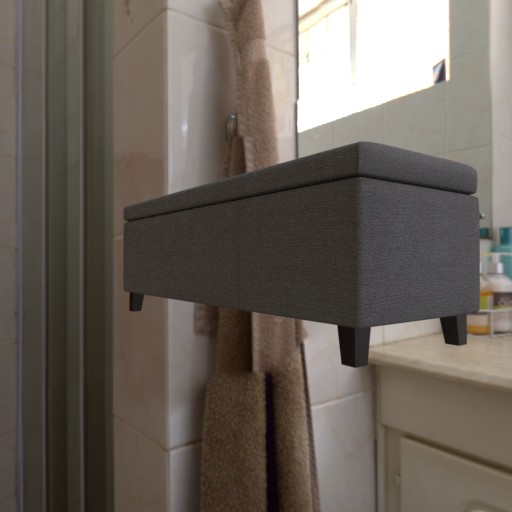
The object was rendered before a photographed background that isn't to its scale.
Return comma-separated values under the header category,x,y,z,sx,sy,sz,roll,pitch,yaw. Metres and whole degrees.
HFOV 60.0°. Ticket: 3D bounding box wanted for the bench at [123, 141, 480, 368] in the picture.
category,x,y,z,sx,sy,sz,roll,pitch,yaw
bench,0.000,0.000,1.442,0.446,0.438,1.269,0,-1,-36
